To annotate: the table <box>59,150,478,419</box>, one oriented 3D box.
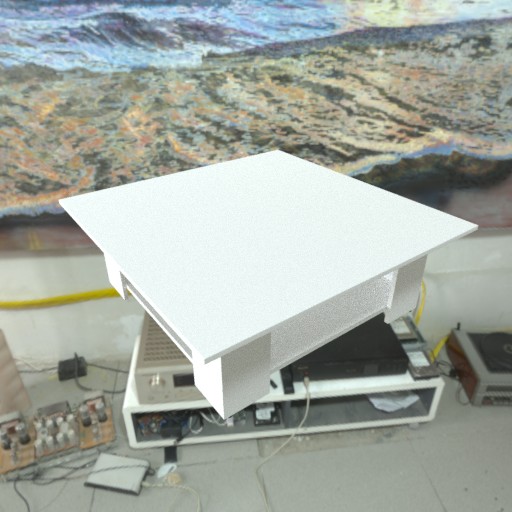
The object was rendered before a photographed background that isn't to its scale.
[{"bbox_3d":[0.000,0.000,1.395,0.890,0.305,0.890,-21,36,-31],"label":"table"}]
